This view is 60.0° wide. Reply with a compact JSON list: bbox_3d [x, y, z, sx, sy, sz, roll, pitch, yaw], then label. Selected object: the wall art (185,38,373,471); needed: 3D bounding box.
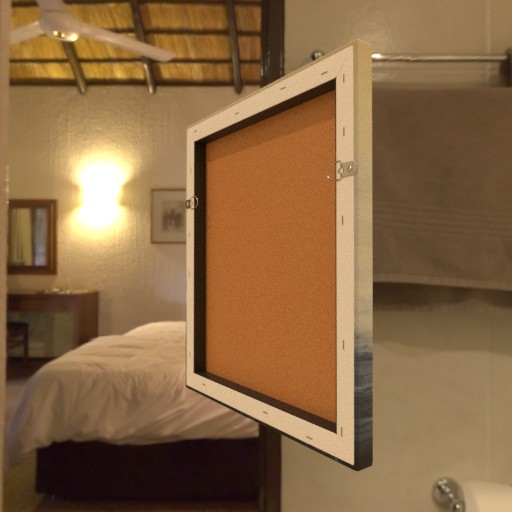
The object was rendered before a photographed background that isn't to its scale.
[{"bbox_3d":[0.000,0.000,0.976,0.041,0.710,0.608,0,-1,-36],"label":"wall art"}]
